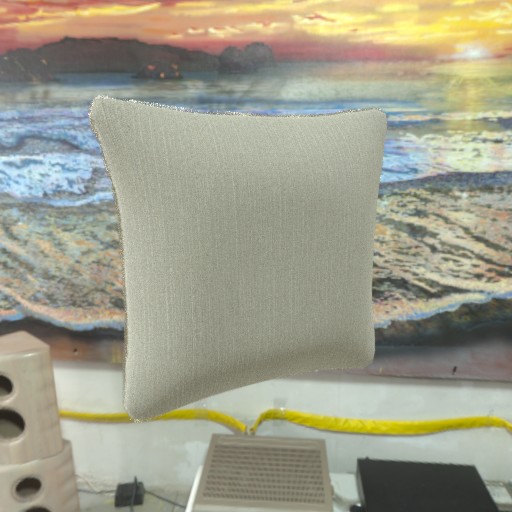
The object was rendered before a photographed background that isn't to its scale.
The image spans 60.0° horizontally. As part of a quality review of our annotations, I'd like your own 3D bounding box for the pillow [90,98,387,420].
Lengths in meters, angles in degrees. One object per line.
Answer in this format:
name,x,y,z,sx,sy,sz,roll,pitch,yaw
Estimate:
pillow,0.000,0.000,0.799,0.538,0.525,0.216,-7,15,-25
